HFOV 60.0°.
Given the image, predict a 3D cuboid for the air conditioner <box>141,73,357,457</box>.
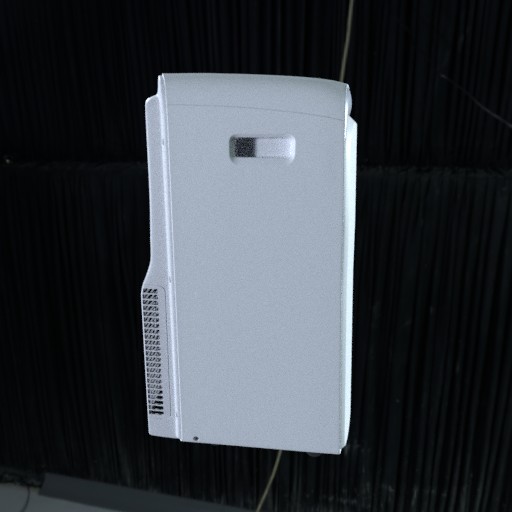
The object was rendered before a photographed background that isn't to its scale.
[{"bbox_3d":[0.000,0.000,1.040,0.467,0.765,0.478,2,15,9],"label":"air conditioner"}]
